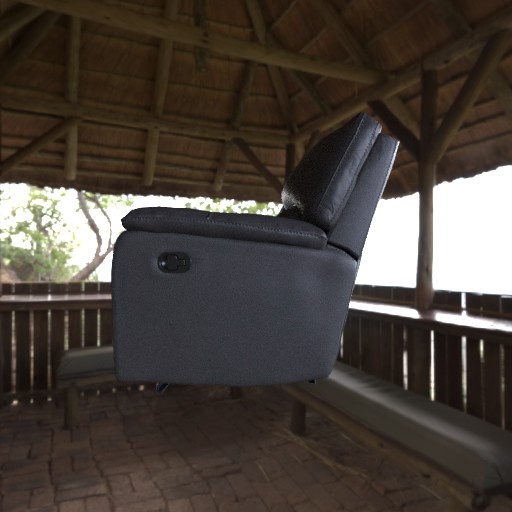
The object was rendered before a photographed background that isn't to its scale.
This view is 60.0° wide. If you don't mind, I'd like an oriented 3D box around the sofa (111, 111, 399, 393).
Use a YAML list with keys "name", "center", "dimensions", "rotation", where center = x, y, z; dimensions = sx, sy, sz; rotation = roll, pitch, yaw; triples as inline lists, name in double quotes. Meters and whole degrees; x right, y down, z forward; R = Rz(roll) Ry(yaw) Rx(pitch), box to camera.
- name: "sofa"
  center: [0.000, 0.000, 2.433]
  dimensions: [1.104, 1.111, 1.765]
  rotation: [0, -1, 2]
